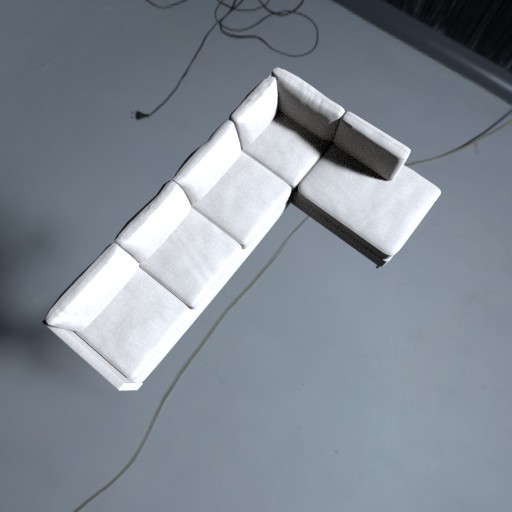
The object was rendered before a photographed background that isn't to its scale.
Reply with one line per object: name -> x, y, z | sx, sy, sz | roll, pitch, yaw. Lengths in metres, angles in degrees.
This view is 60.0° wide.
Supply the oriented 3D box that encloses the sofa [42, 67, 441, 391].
sofa -> 0.000, 0.000, 4.228 | 2.077, 0.964, 3.331 | 37, 77, 10
